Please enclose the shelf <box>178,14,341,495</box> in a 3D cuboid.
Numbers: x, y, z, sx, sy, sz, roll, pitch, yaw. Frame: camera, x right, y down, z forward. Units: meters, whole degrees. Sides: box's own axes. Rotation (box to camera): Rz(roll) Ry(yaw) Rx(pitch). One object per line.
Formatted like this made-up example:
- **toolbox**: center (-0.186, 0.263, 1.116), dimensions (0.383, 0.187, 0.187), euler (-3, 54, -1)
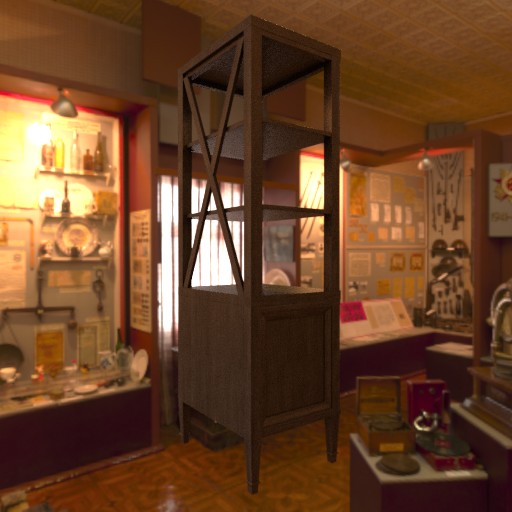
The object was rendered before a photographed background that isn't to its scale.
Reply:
- **shelf**: center (0.000, 0.000, 1.960), dimensions (0.472, 1.727, 0.584), euler (0, 0, -36)
